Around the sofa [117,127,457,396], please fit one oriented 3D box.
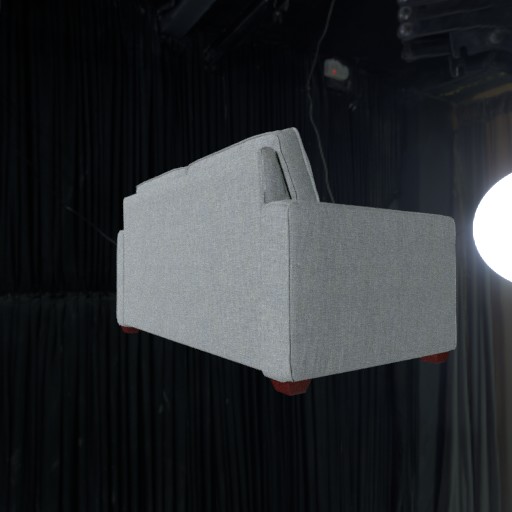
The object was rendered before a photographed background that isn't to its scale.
[{"bbox_3d":[0.000,0.000,2.308,0.945,0.915,1.706,1,-1,-35],"label":"sofa"}]
